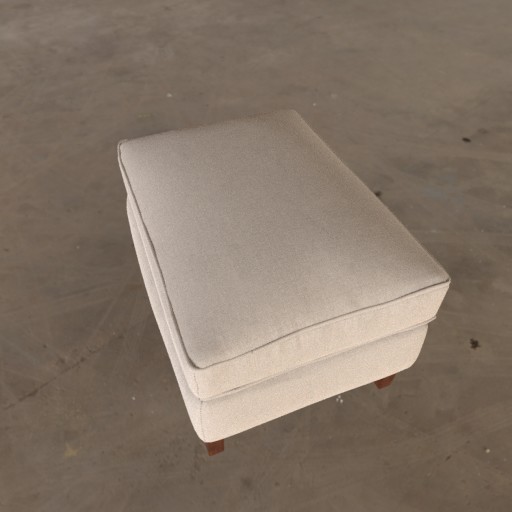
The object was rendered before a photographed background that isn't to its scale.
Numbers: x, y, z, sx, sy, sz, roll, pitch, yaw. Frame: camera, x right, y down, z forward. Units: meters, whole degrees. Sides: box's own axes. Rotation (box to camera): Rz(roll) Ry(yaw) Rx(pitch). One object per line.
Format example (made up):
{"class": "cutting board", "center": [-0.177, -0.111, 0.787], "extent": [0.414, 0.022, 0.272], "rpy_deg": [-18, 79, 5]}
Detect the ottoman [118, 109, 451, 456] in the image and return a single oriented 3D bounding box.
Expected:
{"class": "ottoman", "center": [0.000, 0.000, 1.002], "extent": [0.501, 0.456, 0.665], "rpy_deg": [-16, 48, -15]}
